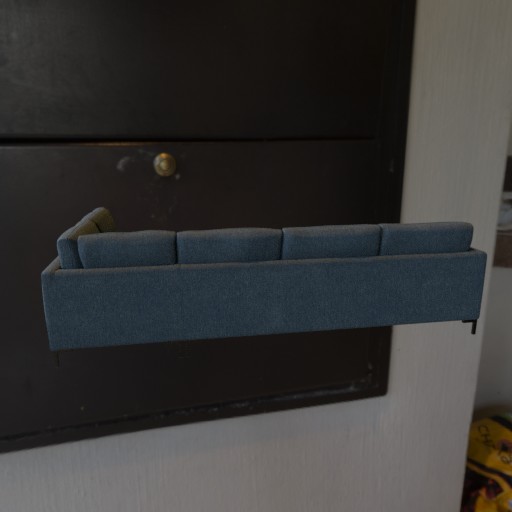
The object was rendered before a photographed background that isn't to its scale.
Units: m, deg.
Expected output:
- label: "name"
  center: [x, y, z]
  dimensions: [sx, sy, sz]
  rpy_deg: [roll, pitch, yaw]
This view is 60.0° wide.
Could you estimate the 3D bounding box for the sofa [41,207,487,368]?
- label: "sofa"
  center: [0.000, 0.000, 3.800]
  dimensions: [2.949, 0.815, 2.007]
  rpy_deg: [-2, 14, -10]
